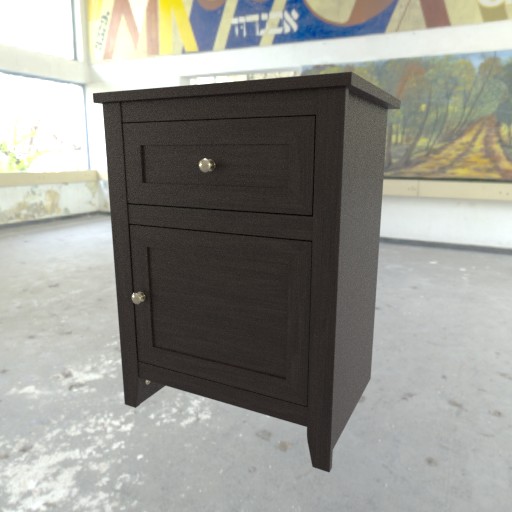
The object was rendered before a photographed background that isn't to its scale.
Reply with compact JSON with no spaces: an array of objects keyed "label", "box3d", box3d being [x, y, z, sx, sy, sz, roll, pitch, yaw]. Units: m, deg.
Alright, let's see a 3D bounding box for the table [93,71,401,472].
[{"label":"table","box3d":[0.000,0.000,0.933,0.480,0.635,0.381,7,15,26]}]
